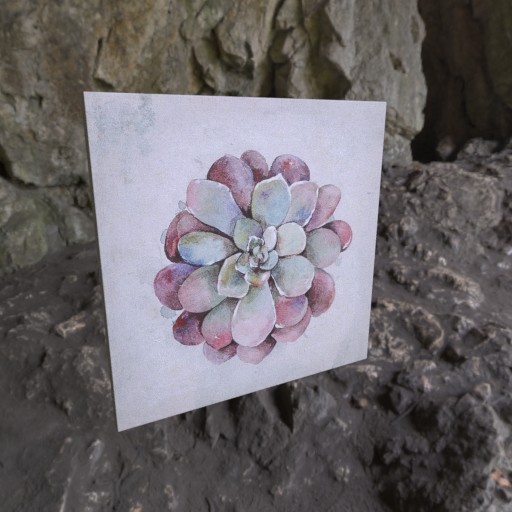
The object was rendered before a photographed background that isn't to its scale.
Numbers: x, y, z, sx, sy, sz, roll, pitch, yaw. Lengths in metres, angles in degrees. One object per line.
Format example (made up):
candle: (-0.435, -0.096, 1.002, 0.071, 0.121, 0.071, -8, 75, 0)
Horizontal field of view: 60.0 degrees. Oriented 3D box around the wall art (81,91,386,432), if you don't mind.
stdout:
wall art: (0.000, 0.000, 1.133, 0.762, 0.762, 0.041, -8, 18, -26)
